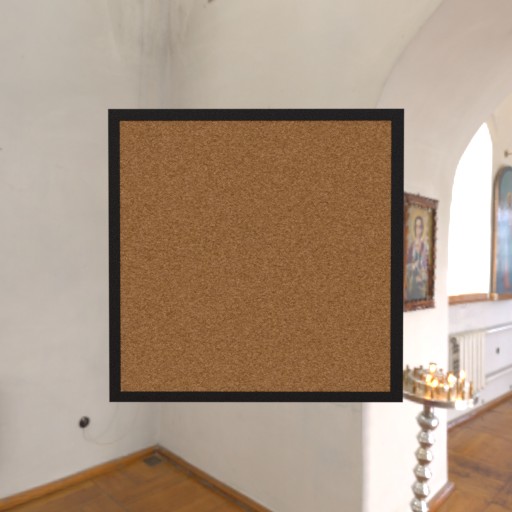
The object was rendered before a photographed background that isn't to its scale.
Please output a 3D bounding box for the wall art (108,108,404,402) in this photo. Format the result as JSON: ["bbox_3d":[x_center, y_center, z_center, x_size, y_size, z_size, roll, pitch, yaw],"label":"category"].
[{"bbox_3d":[0.000,0.000,0.778,0.506,0.503,0.036,0,1,0],"label":"wall art"}]
